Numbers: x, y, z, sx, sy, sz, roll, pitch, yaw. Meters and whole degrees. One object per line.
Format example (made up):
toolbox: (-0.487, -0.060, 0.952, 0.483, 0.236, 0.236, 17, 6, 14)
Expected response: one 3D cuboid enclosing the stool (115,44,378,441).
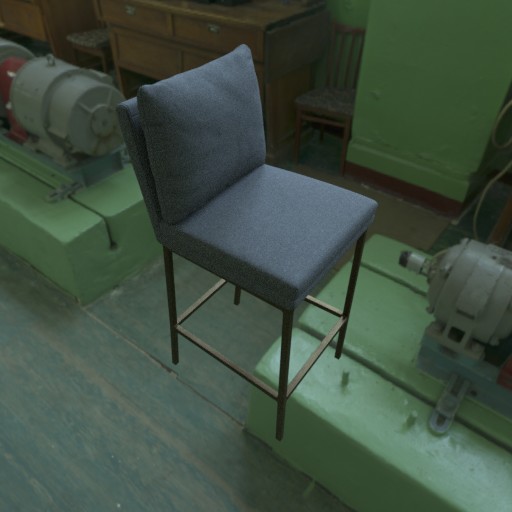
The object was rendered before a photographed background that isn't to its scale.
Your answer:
stool: (0.000, 0.000, 1.425, 0.569, 1.130, 0.463, 26, 47, 26)
